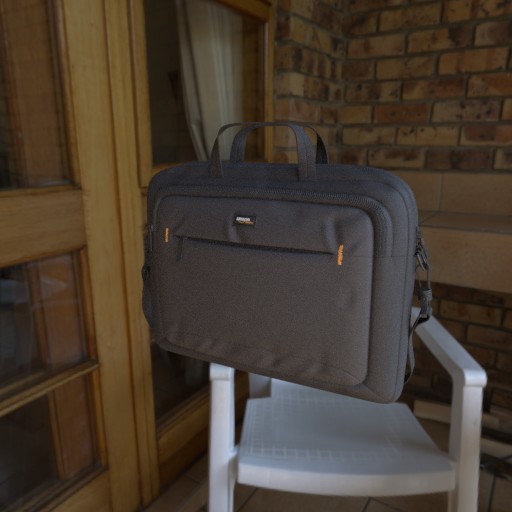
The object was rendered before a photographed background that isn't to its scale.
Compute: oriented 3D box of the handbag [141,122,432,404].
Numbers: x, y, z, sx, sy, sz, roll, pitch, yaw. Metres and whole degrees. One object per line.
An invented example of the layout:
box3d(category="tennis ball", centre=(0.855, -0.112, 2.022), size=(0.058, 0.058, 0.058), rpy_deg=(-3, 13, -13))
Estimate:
box3d(category="handbag", centre=(0.000, 0.000, 0.425), size=(0.320, 0.244, 0.089), rpy_deg=(7, 16, 26))
